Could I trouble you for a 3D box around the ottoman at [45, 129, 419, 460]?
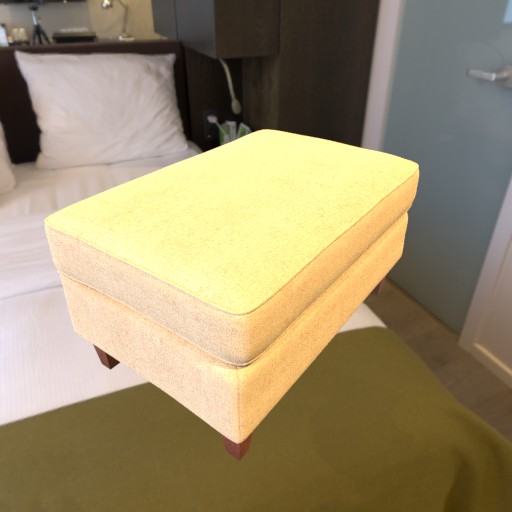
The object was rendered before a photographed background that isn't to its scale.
[{"bbox_3d":[0.000,0.000,1.225,0.583,0.484,0.862,21,37,30],"label":"ottoman"}]
